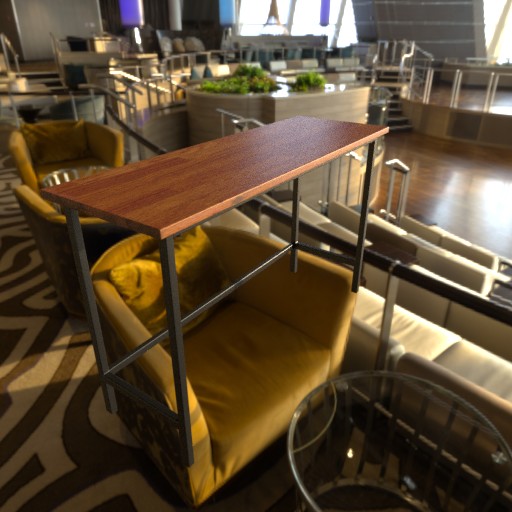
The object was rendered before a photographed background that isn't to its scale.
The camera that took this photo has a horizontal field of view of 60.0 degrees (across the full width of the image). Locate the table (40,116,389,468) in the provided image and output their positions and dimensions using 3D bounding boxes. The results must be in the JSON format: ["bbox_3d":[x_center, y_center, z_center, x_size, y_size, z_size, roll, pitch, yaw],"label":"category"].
[{"bbox_3d":[0.000,0.000,1.552,0.408,0.740,1.204,18,32,31],"label":"table"}]
